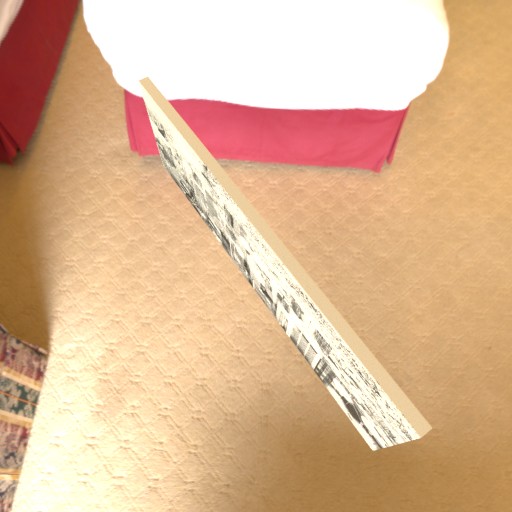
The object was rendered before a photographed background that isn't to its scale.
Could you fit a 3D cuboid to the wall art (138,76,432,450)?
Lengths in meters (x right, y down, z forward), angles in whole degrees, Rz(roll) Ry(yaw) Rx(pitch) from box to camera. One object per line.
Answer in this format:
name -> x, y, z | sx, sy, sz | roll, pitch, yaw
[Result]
wall art -> 0.000, 0.000, 1.622 | 0.044, 0.507, 1.520 | -31, 67, -15
